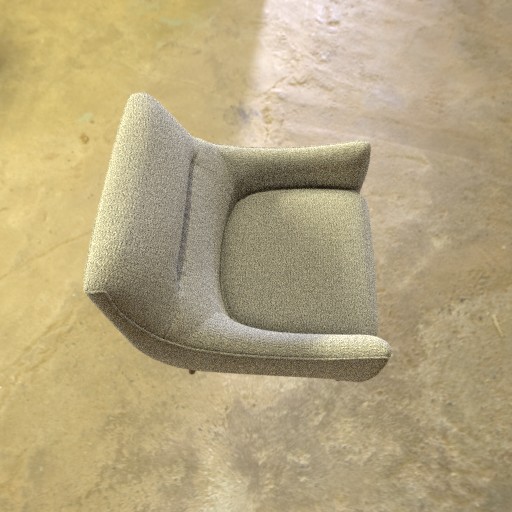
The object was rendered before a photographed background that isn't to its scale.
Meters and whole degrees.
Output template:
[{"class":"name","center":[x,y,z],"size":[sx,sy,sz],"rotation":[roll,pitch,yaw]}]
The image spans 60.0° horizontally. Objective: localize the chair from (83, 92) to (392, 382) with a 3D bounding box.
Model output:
[{"class":"chair","center":[0.000,0.000,1.467],"size":[0.787,0.838,0.762],"rotation":[2,63,1]}]
